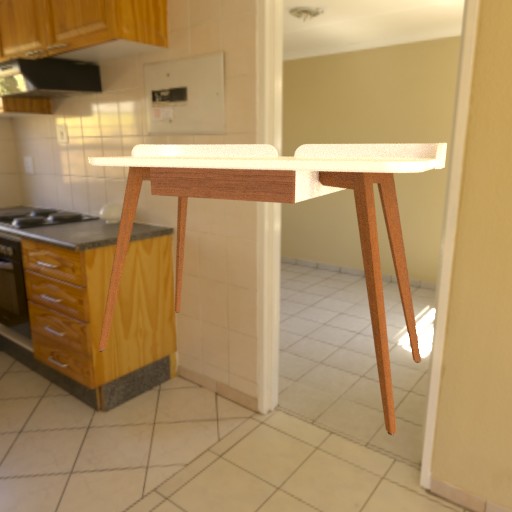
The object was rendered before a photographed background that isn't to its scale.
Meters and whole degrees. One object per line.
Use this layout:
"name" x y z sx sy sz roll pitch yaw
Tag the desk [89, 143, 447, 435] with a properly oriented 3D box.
"desk" 0.000 0.000 1.641 1.206 0.807 0.534 7 15 27
